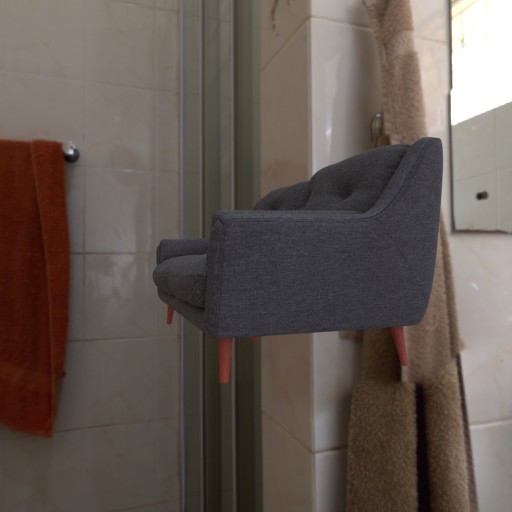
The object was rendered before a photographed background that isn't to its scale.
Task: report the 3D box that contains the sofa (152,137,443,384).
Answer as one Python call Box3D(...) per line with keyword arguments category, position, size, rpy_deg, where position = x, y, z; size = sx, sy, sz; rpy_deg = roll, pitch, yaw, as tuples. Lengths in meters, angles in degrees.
Box3D(category="sofa", position=(0.000, 0.000, 2.356), size=(0.975, 0.896, 1.929), rpy_deg=(0, -1, -18))
